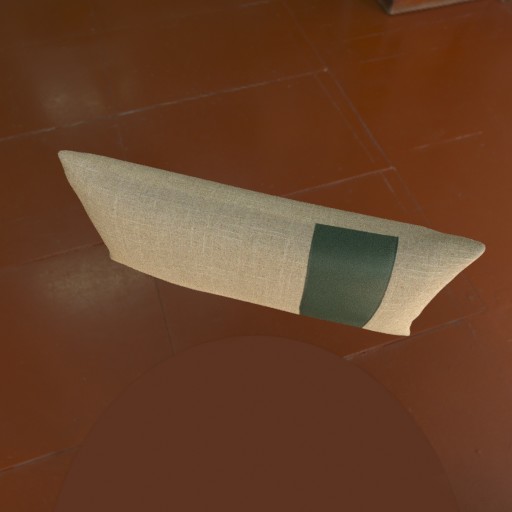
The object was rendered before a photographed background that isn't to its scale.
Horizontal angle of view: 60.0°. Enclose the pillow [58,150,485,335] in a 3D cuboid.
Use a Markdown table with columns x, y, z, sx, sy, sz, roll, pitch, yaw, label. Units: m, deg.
| x | y | z | sx | sy | sz | roll | pitch | yaw | label |
| --- | --- | --- | --- | --- | --- | --- | --- | --- | --- |
| 0.000 | 0.000 | 1.036 | 0.859 | 0.429 | 0.197 | 14 | 59 | 8 | pillow |
